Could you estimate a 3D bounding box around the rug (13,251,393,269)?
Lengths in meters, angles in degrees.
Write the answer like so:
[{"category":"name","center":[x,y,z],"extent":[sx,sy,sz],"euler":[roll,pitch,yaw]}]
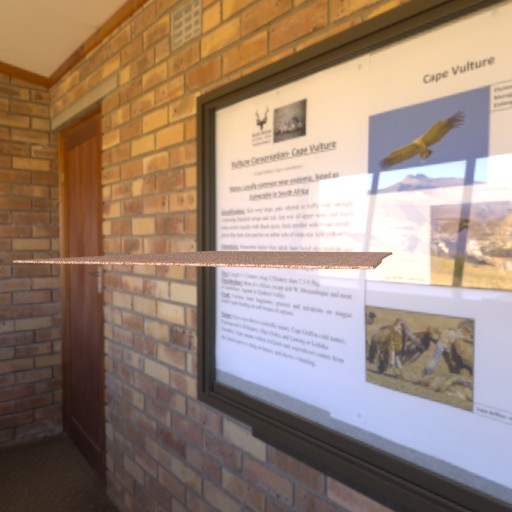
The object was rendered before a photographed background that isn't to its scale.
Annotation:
[{"category":"rug","center":[0.000,0.000,2.701],"extent":[1.566,0.013,2.141],"euler":[1,2,18]}]
